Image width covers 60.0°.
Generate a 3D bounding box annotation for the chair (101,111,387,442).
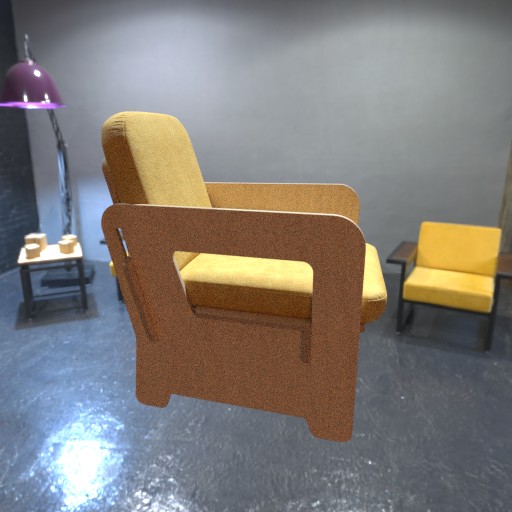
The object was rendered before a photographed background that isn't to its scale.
[{"bbox_3d":[0.000,0.000,1.291,0.710,0.800,0.590,3,16,11],"label":"chair"}]
